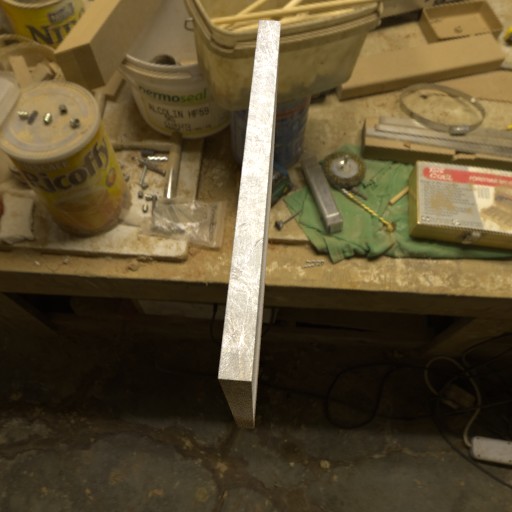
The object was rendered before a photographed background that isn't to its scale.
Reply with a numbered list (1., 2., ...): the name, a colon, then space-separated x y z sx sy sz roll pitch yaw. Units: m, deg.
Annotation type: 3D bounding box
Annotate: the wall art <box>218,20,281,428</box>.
1. wall art: 0.000 0.000 0.907 0.038 0.610 0.610 4 64 2
